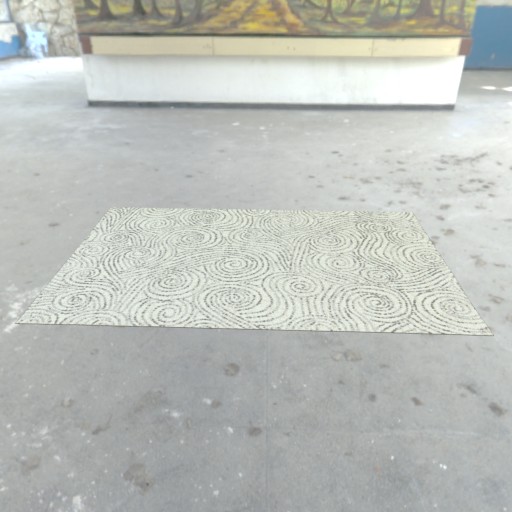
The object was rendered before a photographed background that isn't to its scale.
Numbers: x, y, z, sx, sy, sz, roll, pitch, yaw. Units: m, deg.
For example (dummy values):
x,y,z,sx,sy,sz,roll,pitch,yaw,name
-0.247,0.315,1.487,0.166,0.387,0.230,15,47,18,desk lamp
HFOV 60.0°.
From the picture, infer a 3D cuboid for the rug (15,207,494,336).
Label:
x,y,z,sx,sy,sz,roll,pitch,yaw,name
0.000,0.000,2.916,2.439,0.005,1.524,1,30,2,rug
